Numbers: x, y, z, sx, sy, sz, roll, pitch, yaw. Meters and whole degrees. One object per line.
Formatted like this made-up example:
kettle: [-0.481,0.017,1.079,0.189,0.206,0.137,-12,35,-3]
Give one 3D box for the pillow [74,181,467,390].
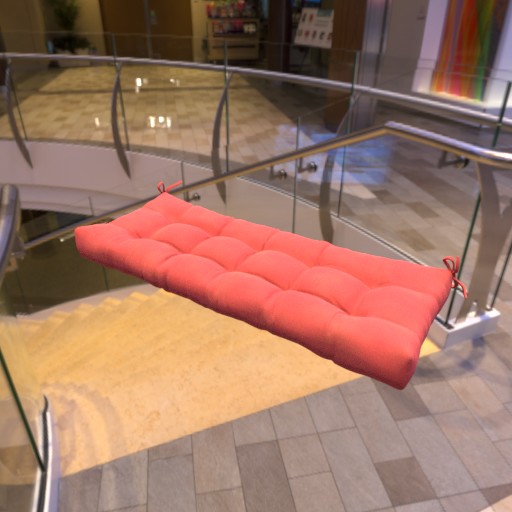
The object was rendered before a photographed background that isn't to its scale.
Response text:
pillow: [0.000,0.000,1.389,1.194,0.174,0.511,18,34,28]
